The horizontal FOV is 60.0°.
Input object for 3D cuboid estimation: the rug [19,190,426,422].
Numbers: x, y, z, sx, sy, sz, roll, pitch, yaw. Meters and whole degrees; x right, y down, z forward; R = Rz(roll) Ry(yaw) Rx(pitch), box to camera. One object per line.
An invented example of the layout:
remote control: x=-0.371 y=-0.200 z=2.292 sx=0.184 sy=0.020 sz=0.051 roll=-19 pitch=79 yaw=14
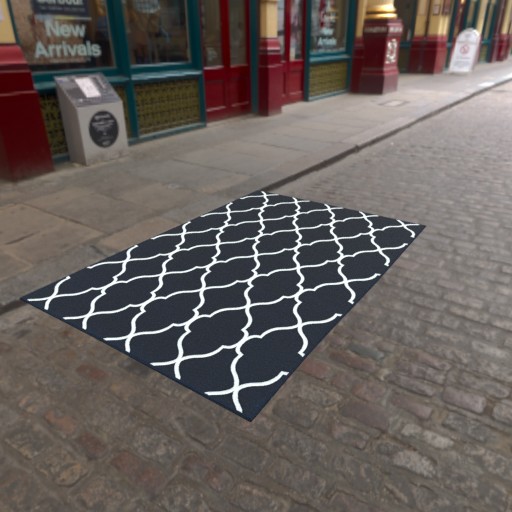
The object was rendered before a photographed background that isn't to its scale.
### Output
rug: x=0.000 y=0.000 z=2.845 sx=1.528 sy=0.014 sz=2.294 roll=17 pitch=31 yaw=30
